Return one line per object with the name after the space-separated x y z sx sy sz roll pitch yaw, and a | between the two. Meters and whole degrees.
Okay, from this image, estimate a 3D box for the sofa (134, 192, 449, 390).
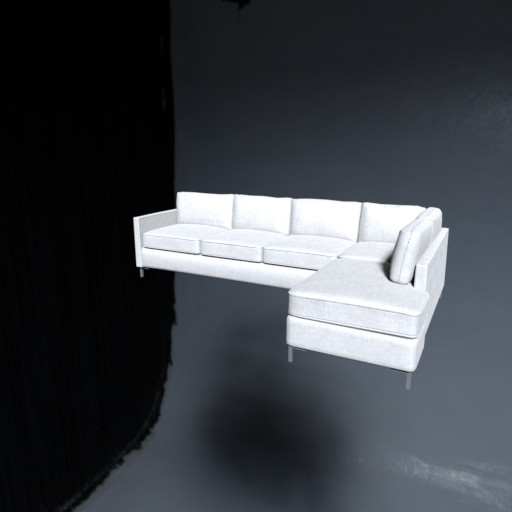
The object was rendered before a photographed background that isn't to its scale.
0.000 0.000 4.314 3.331 0.964 2.077 7 15 27 | sofa
